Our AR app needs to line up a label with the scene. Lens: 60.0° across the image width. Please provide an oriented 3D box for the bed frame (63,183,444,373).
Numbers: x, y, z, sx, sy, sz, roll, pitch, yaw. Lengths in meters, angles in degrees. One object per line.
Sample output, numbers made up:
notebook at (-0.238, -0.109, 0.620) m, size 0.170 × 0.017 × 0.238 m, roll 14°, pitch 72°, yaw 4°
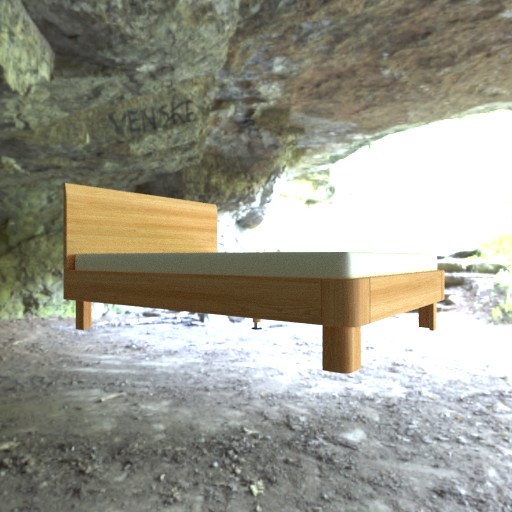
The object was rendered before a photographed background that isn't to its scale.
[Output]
bed frame at (0.000, 0.000, 2.860) m, size 1.992 × 0.940 × 1.472 m, roll 0°, pitch 0°, yaw 36°
